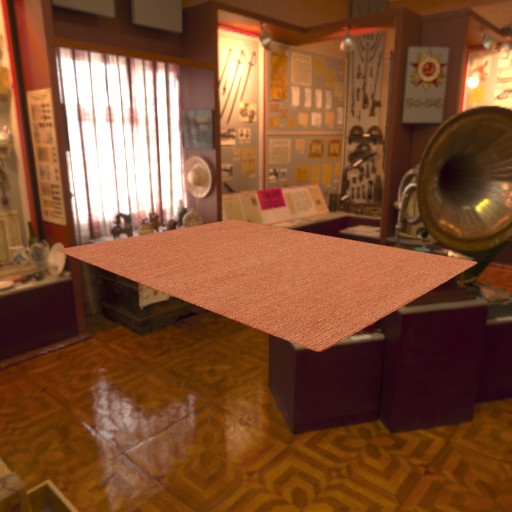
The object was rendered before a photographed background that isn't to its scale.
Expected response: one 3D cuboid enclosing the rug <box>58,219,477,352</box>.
[{"bbox_3d":[0.000,0.000,2.758,2.112,0.009,1.594,14,20,42],"label":"rug"}]
